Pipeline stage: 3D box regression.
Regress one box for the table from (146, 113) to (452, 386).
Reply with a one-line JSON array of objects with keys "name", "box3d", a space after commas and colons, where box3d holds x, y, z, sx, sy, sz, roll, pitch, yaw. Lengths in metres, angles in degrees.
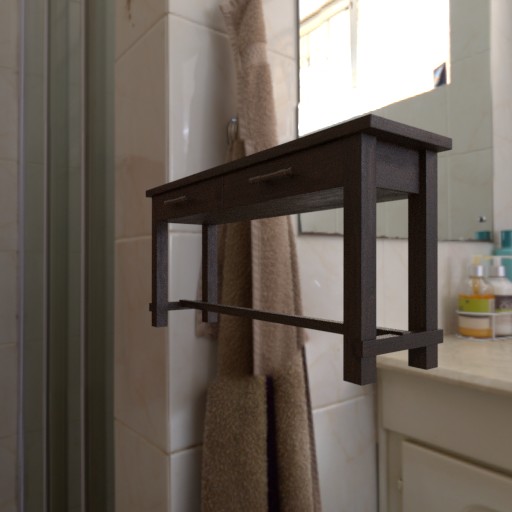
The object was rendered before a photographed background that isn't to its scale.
[{"name": "table", "box3d": [0.000, 0.000, 1.971, 0.442, 0.762, 1.599, 1, -1, -36]}]
